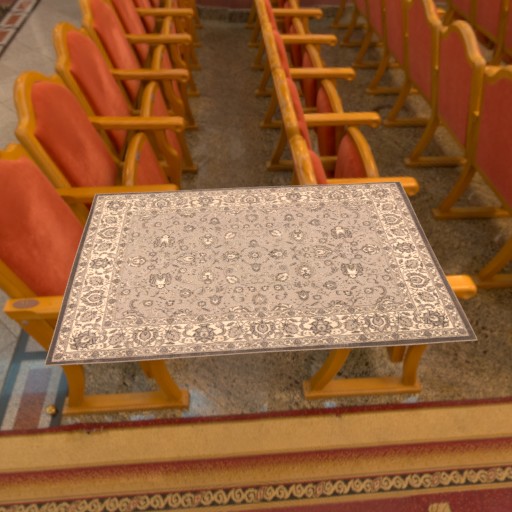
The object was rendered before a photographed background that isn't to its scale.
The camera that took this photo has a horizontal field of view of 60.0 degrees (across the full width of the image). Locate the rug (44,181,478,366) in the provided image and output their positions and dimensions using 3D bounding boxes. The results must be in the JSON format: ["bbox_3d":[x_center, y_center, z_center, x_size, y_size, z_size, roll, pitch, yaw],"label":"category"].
[{"bbox_3d":[0.000,0.000,3.003,2.438,0.011,1.524,-3,46,-3],"label":"rug"}]
